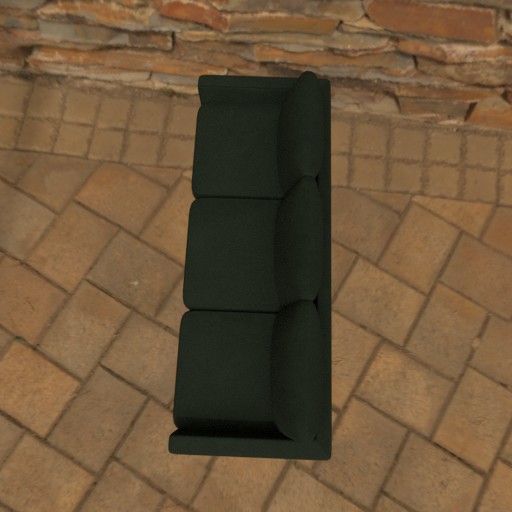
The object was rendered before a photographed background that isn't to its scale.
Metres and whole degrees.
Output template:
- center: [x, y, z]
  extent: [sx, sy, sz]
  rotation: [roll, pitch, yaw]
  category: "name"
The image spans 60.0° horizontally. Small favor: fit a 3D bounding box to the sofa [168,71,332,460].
- center: [0.000, 0.000, 2.721]
  extent: [0.859, 0.870, 2.218]
  rotation: [2, 76, 1]
  category: "sofa"
